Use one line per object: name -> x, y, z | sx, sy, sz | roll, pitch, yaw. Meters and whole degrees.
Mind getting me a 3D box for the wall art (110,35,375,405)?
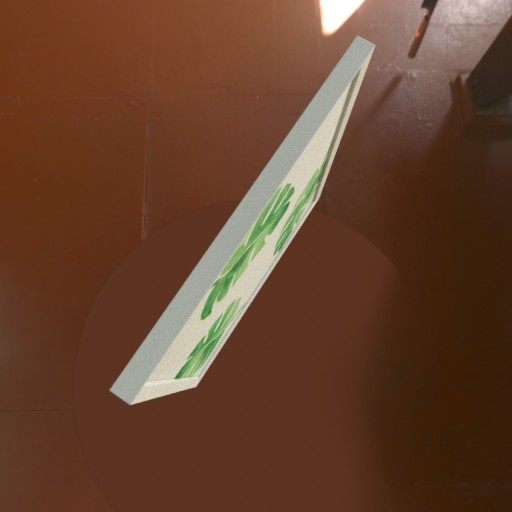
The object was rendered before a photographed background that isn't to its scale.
wall art -> 0.000, 0.000, 1.119 | 0.040, 0.762, 0.762 | 32, 78, 8
